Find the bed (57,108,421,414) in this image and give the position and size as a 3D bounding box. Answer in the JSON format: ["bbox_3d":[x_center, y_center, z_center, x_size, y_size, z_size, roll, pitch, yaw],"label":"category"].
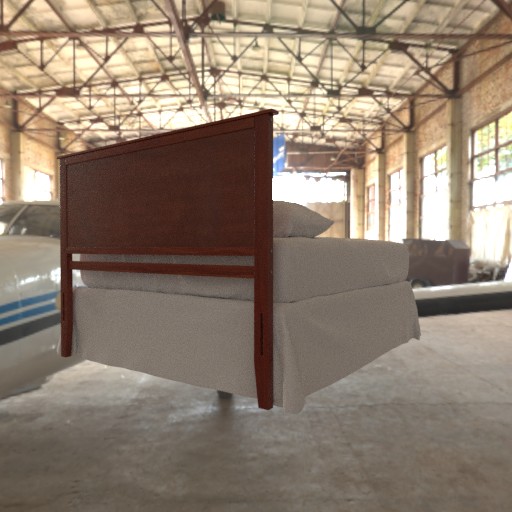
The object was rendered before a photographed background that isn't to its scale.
[{"bbox_3d":[0.000,0.000,3.151,1.870,1.270,2.050,1,1,36],"label":"bed"}]
